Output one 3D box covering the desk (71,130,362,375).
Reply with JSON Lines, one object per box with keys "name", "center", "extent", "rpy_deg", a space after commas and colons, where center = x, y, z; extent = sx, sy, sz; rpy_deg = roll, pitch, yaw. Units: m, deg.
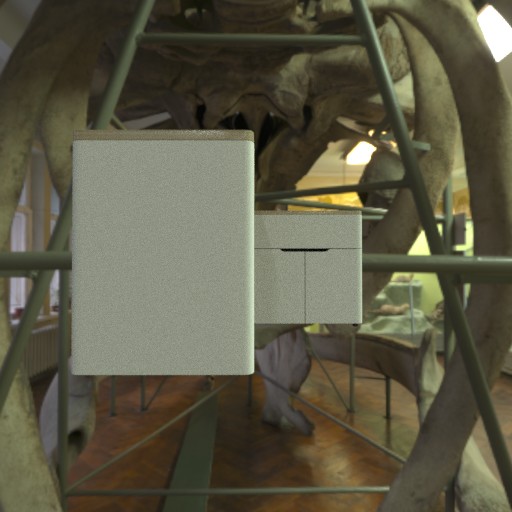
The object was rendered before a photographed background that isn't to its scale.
{"name": "desk", "center": [0.000, 0.000, 2.082], "extent": [1.175, 0.770, 1.400], "rpy_deg": [0, -1, 0]}
